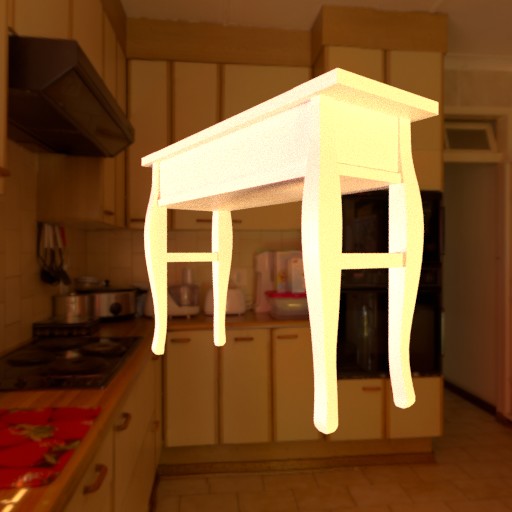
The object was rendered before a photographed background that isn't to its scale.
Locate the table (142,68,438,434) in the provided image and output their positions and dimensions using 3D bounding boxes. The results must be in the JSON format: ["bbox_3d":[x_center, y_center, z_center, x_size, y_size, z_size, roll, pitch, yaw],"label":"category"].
[{"bbox_3d":[0.000,0.000,1.432,0.373,0.768,1.062,0,1,-36],"label":"table"}]
